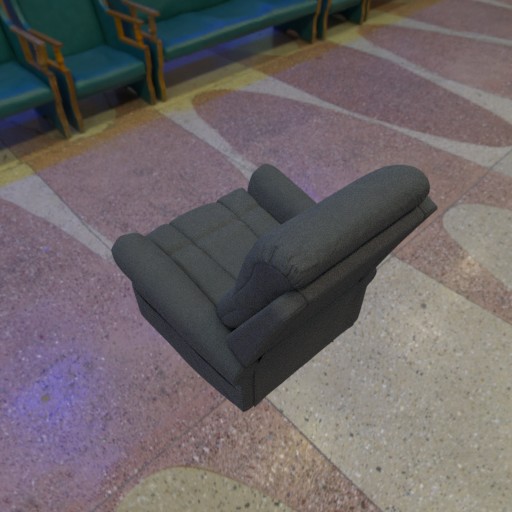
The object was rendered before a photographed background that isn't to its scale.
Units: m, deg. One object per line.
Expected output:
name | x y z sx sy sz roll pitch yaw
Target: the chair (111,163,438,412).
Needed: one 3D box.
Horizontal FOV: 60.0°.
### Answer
chair | 0.000 0.000 1.755 0.871 1.031 0.979 -32 54 -27
